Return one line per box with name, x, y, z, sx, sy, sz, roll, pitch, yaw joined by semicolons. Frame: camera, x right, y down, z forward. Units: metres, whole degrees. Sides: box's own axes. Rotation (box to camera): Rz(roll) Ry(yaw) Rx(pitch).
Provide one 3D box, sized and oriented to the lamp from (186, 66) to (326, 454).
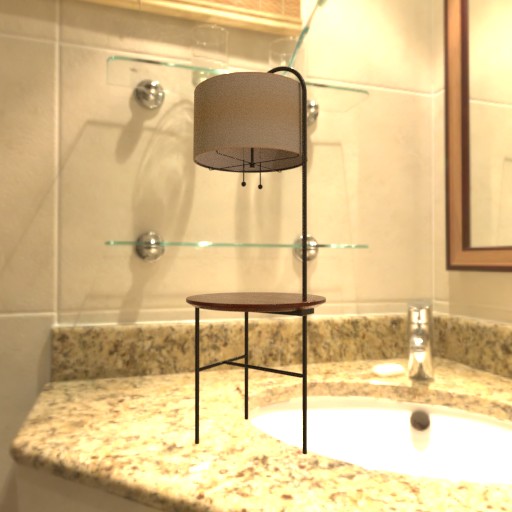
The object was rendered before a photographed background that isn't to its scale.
lamp;0.000;0.000;1.838;0.573;1.517;0.573;0;0;0
